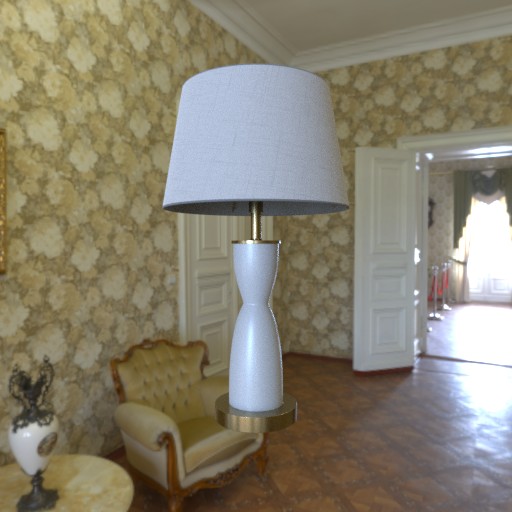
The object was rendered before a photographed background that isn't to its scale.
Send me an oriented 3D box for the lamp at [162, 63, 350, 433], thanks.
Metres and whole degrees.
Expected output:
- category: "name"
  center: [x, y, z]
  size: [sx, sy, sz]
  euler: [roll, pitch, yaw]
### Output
- category: "lamp"
  center: [0.000, 0.000, 0.749]
  size: [0.309, 0.545, 0.309]
  euler: [0, 1, 0]
